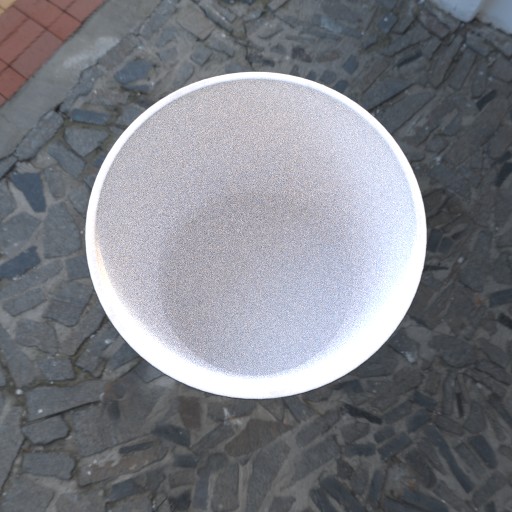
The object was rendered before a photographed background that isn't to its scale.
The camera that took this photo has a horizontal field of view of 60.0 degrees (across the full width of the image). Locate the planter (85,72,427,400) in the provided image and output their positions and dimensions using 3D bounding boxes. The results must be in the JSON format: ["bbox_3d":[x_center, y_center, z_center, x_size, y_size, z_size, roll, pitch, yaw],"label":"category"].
[{"bbox_3d":[0.000,0.000,0.307,0.178,0.157,0.178,0,77,0],"label":"planter"}]
